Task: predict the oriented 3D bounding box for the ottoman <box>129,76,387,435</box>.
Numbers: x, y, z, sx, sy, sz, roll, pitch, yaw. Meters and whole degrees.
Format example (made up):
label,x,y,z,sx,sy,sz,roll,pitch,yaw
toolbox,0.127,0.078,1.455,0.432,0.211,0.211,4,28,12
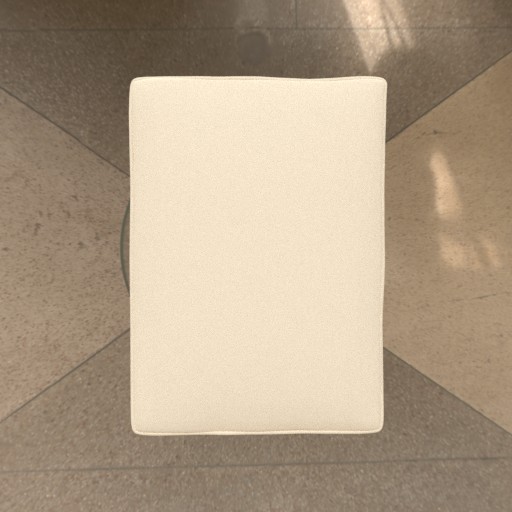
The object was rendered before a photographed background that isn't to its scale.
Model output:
label,x,y,z,sx,sy,sz,roll,pitch,yaw
ottoman,0.000,0.000,1.303,0.703,0.479,0.944,0,91,-1
